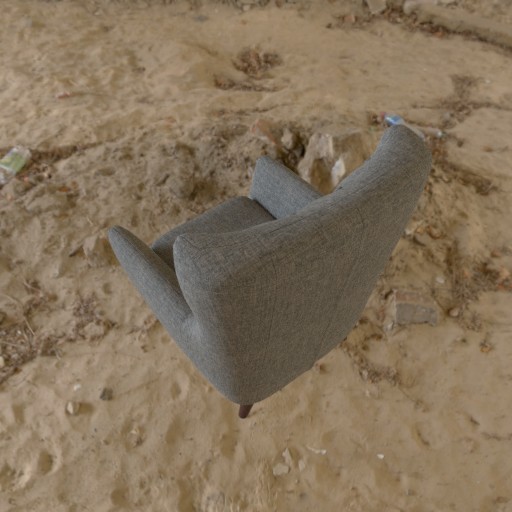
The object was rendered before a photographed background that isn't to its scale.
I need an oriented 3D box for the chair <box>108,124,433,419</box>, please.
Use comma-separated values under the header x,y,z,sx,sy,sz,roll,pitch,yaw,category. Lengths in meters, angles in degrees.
x,y,z,sx,sy,sz,roll,pitch,yaw,category
0.000,0.000,1.737,0.878,1.063,0.904,-31,55,-25,chair
